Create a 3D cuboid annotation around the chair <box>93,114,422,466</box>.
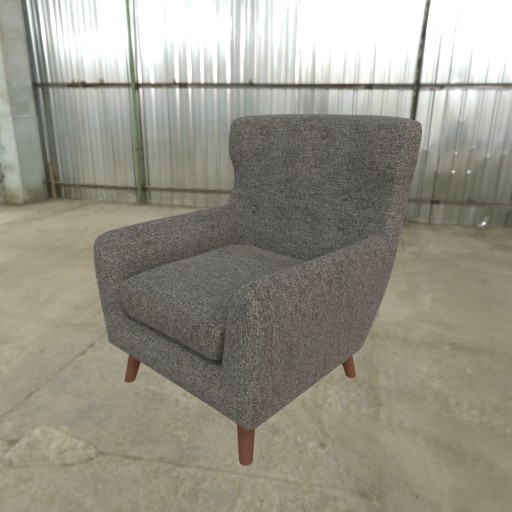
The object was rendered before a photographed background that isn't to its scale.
[{"bbox_3d":[0.000,0.000,1.721,0.889,1.039,0.940,16,24,40],"label":"chair"}]
